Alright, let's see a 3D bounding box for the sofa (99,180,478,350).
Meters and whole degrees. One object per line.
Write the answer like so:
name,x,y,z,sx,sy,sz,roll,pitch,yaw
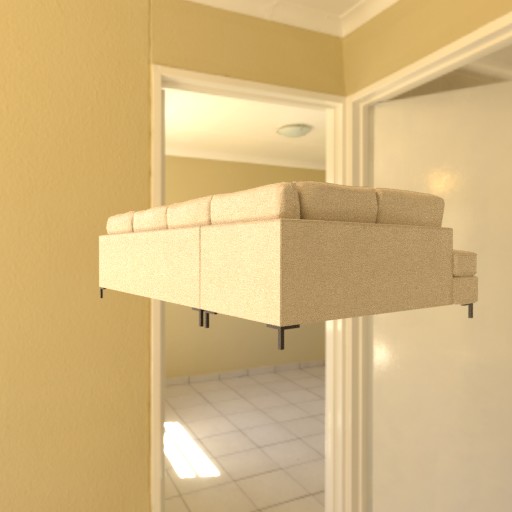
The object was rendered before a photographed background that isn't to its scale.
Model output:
sofa,0.000,0.000,4.365,2.048,0.996,3.384,0,1,-36
